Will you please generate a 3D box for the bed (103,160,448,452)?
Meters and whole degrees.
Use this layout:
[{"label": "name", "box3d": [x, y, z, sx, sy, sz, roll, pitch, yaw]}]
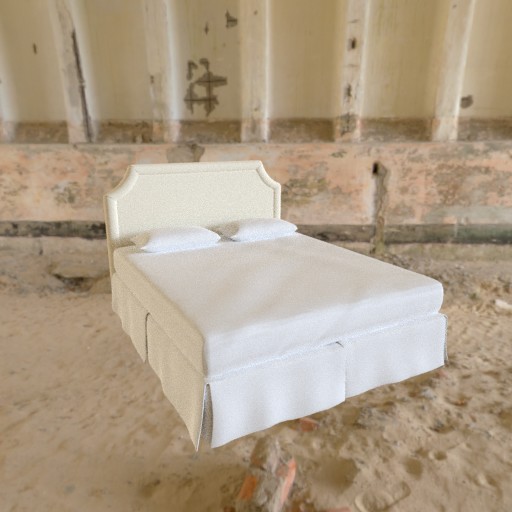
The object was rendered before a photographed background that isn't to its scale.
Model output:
[{"label": "bed", "box3d": [0.000, 0.000, 4.217, 2.350, 1.590, 2.773, -9, 18, -28]}]
